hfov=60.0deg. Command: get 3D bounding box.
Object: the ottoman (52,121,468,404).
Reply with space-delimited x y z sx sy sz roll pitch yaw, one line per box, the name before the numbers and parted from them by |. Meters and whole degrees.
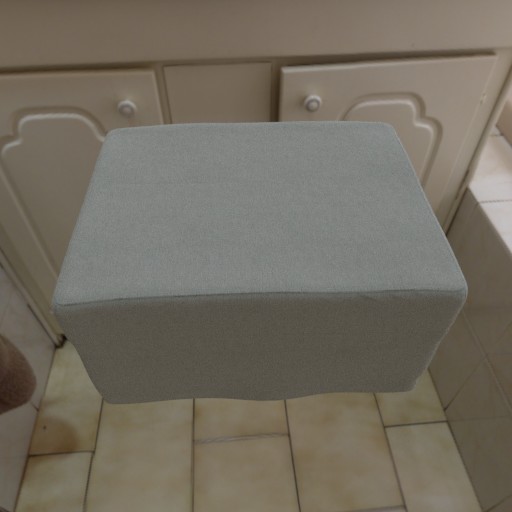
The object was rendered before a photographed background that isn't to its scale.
ottoman | 0.000 0.000 1.217 0.833 0.461 0.648 -2 47 -2
